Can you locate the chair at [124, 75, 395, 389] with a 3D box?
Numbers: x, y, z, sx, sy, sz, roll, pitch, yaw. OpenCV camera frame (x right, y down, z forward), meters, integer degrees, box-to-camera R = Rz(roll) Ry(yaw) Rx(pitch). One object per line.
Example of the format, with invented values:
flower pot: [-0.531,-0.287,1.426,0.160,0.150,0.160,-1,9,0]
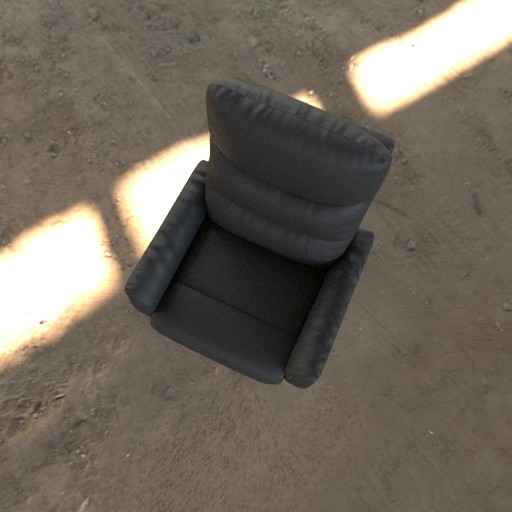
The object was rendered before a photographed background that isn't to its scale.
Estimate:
chair: [0.000,0.000,1.650,0.775,1.082,0.831,24,78,6]
